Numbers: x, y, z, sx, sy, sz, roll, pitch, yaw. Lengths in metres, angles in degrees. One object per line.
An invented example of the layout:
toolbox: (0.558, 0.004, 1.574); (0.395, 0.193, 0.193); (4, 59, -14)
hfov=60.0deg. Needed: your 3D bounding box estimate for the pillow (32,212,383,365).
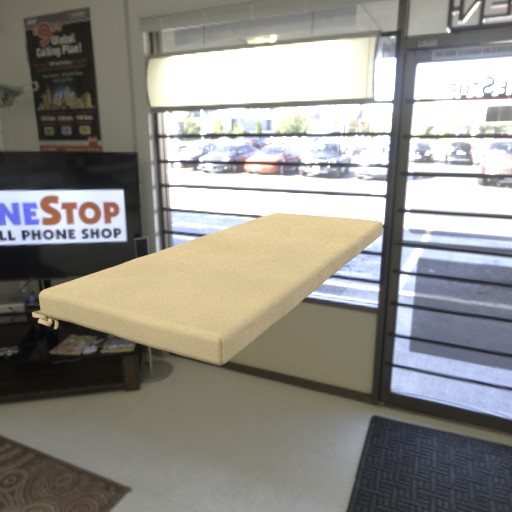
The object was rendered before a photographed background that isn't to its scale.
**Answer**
pillow: (0.000, 0.000, 1.308); (0.492, 0.081, 1.187); (8, 17, 27)
